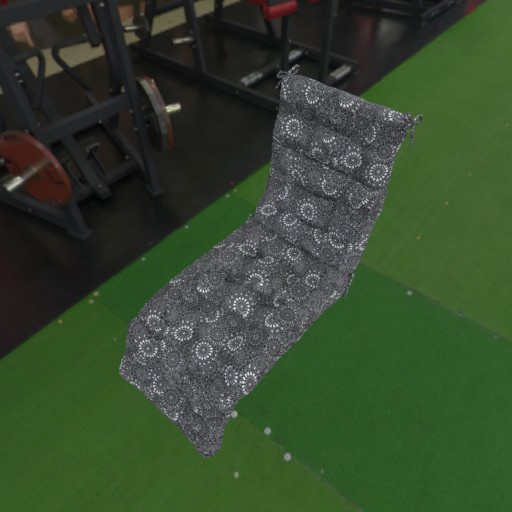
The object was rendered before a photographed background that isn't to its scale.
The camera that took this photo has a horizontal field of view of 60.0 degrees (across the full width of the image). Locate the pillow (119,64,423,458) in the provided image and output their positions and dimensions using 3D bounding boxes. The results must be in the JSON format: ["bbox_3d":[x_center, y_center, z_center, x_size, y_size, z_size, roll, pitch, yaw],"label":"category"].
[{"bbox_3d":[0.000,0.000,1.505,0.526,0.863,1.016,33,55,27],"label":"pillow"}]
